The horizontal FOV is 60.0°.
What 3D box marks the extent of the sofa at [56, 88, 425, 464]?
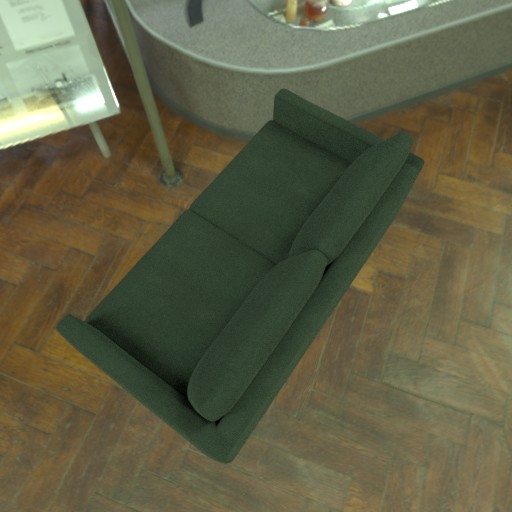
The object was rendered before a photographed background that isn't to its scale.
[{"bbox_3d":[0.000,0.000,2.161,0.875,0.817,1.676,32,68,15],"label":"sofa"}]
